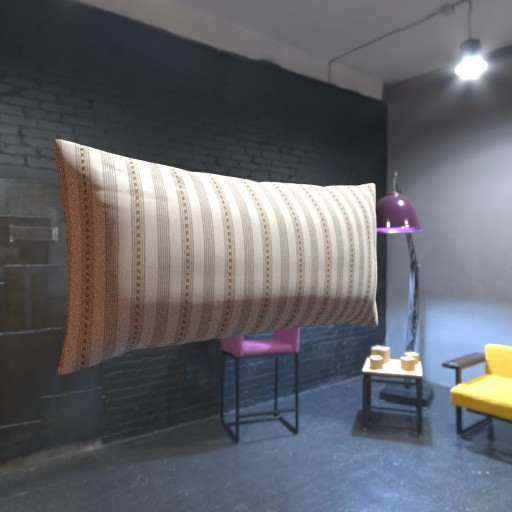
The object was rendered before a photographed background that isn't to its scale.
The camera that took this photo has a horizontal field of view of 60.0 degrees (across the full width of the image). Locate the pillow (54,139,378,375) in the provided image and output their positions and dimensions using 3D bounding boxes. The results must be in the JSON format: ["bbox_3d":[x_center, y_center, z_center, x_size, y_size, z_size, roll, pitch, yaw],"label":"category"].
[{"bbox_3d":[0.000,0.000,0.722,0.608,0.291,0.151,0,1,-36],"label":"pillow"}]
